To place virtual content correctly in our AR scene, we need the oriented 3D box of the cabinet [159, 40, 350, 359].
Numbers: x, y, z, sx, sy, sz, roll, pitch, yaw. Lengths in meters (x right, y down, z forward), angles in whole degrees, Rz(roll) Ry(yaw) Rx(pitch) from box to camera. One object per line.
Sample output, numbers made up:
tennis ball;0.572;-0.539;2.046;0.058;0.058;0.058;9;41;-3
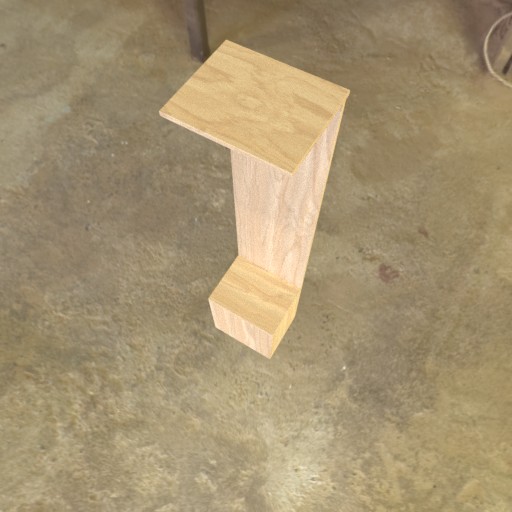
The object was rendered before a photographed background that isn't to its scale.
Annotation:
cabinet;0.000;0.000;2.053;0.411;1.879;0.338;28;66;13
